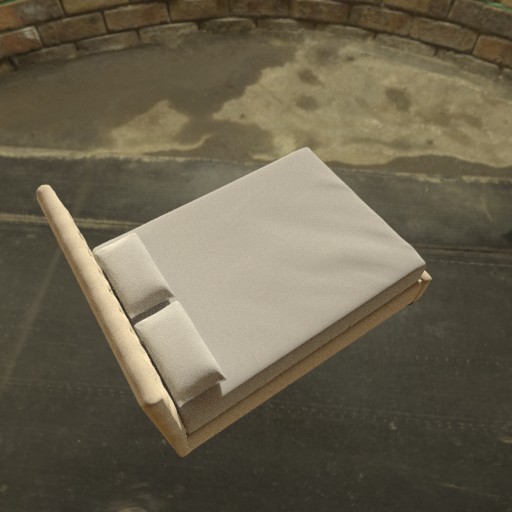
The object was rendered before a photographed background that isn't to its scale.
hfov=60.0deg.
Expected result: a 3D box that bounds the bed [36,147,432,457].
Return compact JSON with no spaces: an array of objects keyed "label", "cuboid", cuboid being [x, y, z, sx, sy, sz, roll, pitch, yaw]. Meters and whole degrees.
[{"label":"bed","cuboid":[0.000,0.000,3.434,2.387,1.427,1.698,-29,61,-17]}]
